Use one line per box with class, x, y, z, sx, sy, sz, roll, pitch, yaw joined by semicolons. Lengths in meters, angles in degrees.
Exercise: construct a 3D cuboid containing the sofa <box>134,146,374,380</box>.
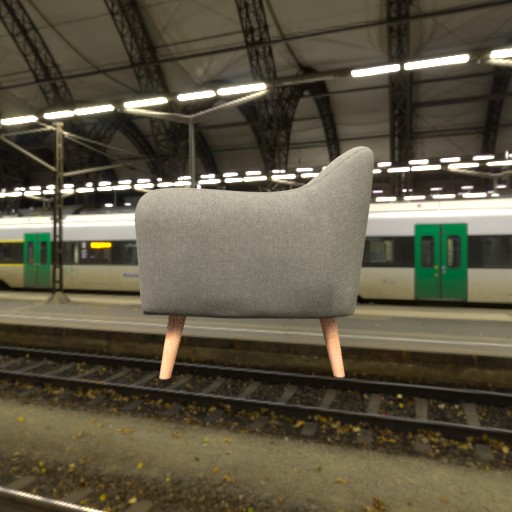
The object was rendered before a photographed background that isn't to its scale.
sofa;0.000;0.000;2.249;0.820;0.820;1.840;0;0;-1
